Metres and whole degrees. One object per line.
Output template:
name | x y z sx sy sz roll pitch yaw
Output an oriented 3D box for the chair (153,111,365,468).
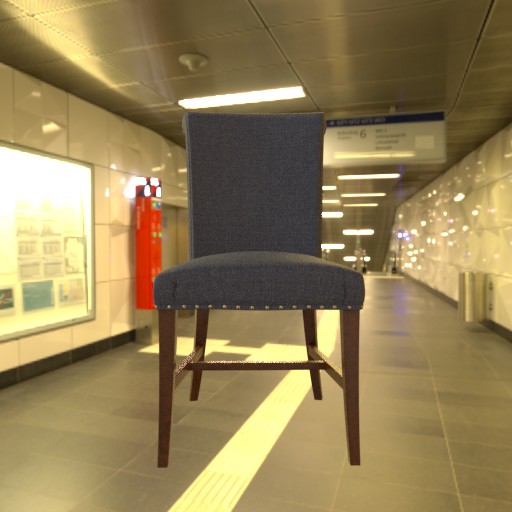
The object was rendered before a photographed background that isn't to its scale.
chair | 0.000 0.000 1.321 0.513 0.988 0.608 0 2 -1
